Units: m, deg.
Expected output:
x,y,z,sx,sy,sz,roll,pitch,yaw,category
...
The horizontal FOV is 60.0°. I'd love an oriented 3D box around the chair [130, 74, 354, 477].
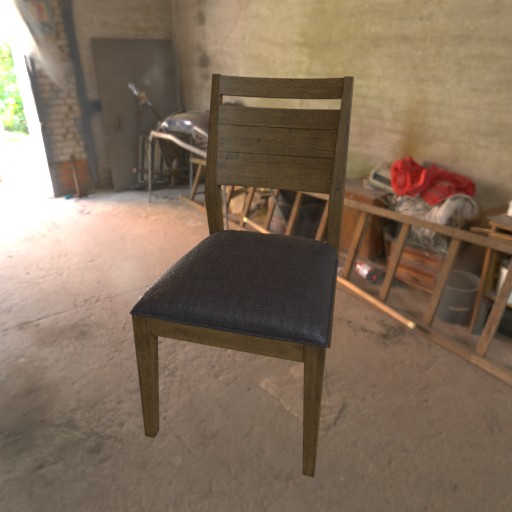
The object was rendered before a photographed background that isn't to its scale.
x,y,z,sx,sy,sz,roll,pitch,yaw,category
0.000,0.000,1.281,0.501,0.939,0.610,7,27,14,chair
